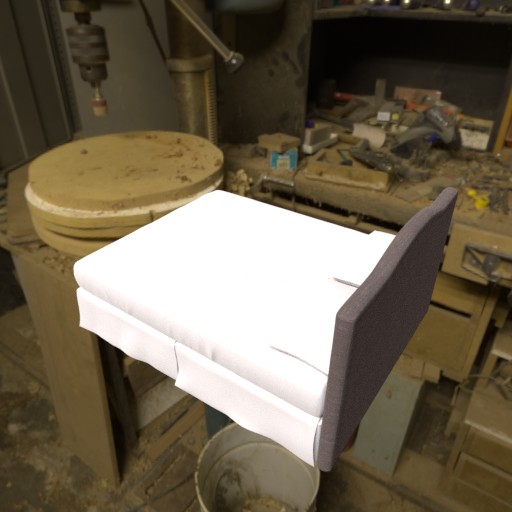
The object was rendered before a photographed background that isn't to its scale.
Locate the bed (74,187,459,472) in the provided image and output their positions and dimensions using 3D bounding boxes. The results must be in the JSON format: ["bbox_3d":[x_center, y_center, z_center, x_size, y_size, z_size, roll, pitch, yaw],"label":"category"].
[{"bbox_3d":[0.000,0.000,3.951,2.689,1.457,2.161,21,37,30],"label":"bed"}]
